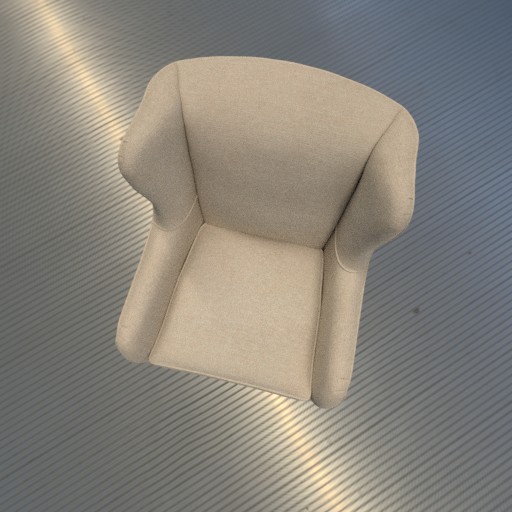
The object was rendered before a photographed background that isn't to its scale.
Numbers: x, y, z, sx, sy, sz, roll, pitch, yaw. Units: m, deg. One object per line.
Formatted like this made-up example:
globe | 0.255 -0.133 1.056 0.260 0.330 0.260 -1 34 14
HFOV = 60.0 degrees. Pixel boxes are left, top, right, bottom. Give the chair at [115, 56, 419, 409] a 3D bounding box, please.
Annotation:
chair | 0.000 0.000 1.675 0.838 1.040 0.966 13 76 3
